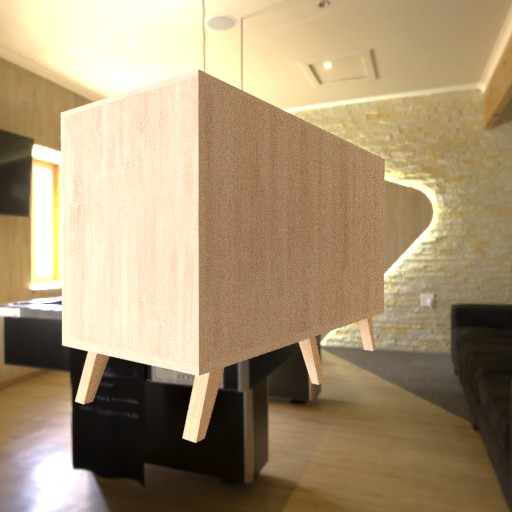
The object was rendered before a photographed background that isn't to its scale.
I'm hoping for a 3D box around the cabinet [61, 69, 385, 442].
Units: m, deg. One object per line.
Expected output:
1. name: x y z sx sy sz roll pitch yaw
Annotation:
1. cabinet: 0.000 0.000 1.505 0.500 0.780 1.110 1 1 35
